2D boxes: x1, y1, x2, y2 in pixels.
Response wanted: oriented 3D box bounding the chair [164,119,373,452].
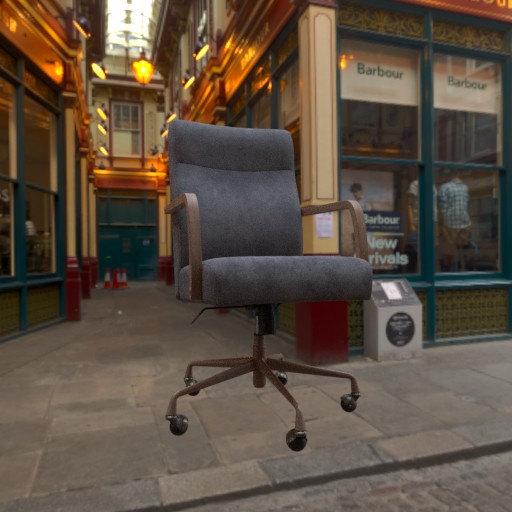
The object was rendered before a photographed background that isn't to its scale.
[{"bbox_3d":[0.000,0.000,1.484,0.640,1.029,0.741,0,1,-19],"label":"chair"}]
